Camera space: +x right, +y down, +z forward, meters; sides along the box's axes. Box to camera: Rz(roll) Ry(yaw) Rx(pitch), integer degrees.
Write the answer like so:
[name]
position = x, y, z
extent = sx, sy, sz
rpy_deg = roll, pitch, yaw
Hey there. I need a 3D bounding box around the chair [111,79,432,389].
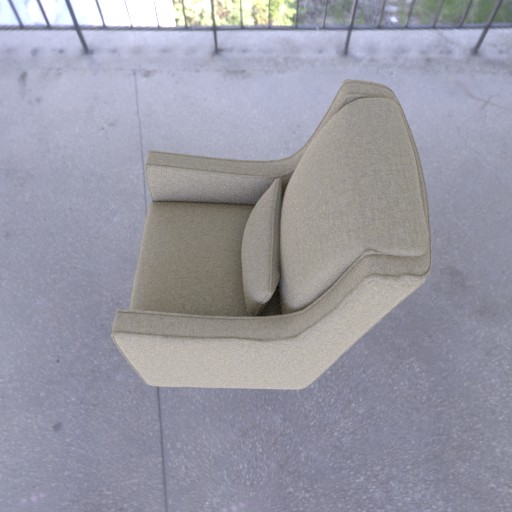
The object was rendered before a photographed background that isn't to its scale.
[chair]
position = 0.000, 0.000, 1.562
extent = 0.879, 0.993, 0.732
rpy_deg = 1, 59, 1
